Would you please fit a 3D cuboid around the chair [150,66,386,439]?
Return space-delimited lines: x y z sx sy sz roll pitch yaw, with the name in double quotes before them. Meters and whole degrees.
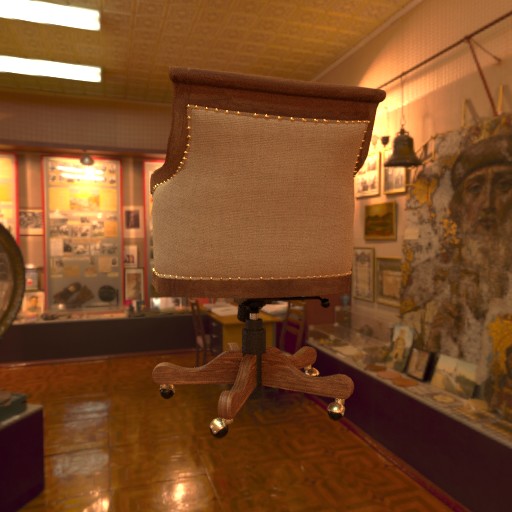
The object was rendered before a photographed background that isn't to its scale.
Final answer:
"chair" 0.000 0.000 1.447 0.656 0.965 0.689 -1 2 -17
